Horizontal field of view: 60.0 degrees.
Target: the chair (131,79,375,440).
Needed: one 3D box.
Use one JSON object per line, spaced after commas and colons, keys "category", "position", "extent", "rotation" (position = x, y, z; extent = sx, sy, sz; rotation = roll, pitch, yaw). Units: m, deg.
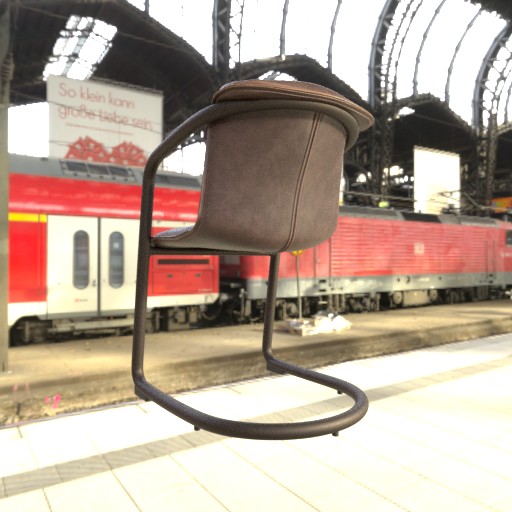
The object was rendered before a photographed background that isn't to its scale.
{"category": "chair", "position": [0.000, 0.000, 1.286], "extent": [0.536, 0.836, 0.664], "rotation": [0, 0, -36]}
